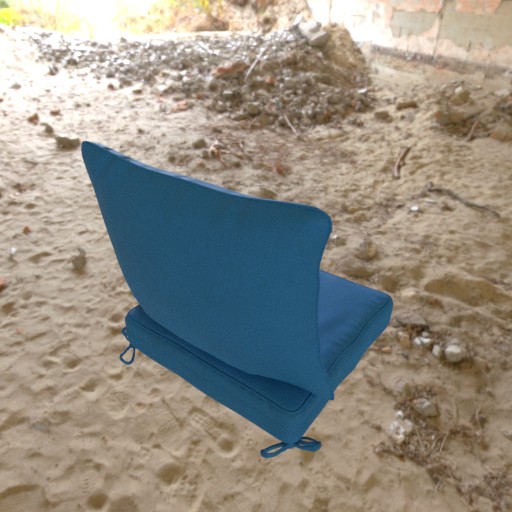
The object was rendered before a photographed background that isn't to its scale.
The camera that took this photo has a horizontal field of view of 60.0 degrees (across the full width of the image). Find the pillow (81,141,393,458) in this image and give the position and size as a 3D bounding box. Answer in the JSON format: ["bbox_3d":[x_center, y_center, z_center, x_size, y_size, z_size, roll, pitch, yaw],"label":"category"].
[{"bbox_3d":[0.000,0.000,1.372,0.798,0.725,0.733,21,37,31],"label":"pillow"}]
